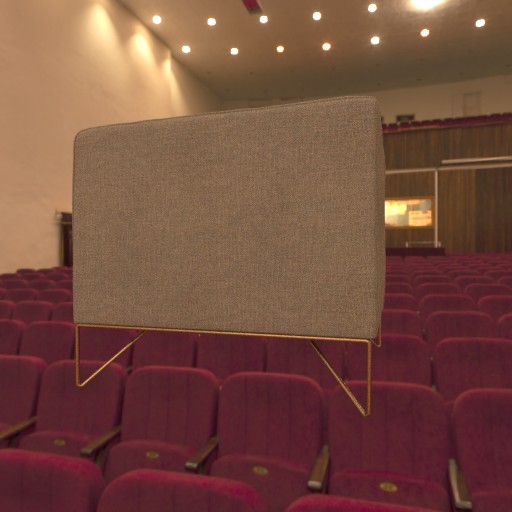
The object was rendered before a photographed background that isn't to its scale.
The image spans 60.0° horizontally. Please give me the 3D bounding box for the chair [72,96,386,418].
[{"bbox_3d":[0.000,0.000,1.636,0.912,0.799,0.920,0,0,17],"label":"chair"}]
